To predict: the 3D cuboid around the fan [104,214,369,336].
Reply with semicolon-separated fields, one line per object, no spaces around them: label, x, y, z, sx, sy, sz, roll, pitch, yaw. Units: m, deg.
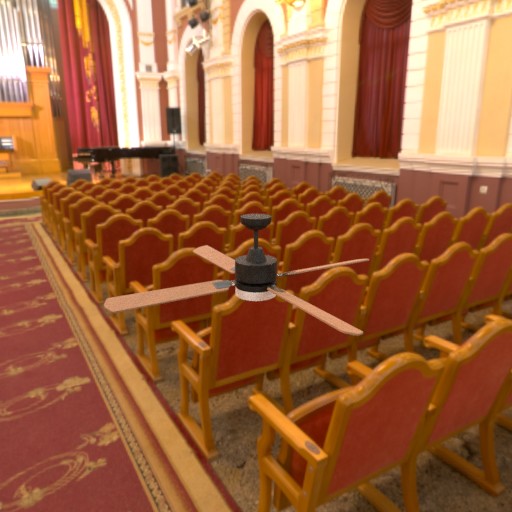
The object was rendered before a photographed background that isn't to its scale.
fan;0.000;0.000;1.960;1.320;0.355;1.320;-9;17;-29
